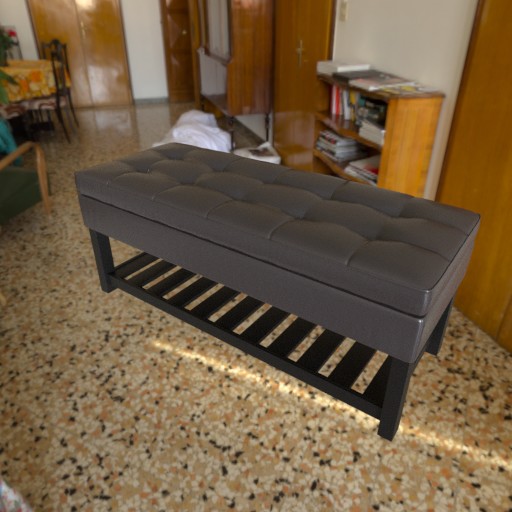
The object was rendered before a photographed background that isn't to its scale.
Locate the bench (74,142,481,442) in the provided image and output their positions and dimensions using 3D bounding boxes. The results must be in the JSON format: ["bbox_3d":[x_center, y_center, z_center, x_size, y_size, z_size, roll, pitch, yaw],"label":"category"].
[{"bbox_3d":[0.000,0.000,1.343,1.105,0.460,0.432,20,36,30],"label":"bench"}]
